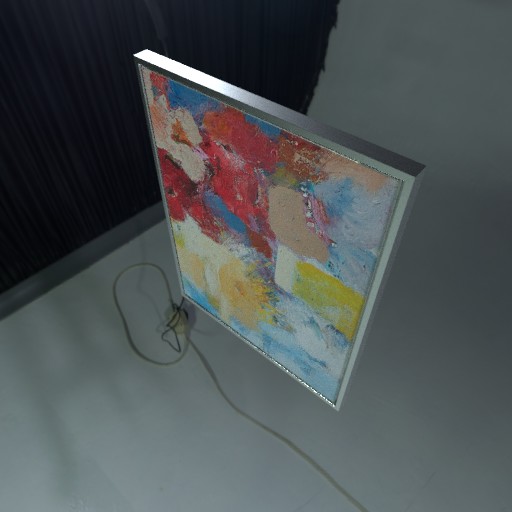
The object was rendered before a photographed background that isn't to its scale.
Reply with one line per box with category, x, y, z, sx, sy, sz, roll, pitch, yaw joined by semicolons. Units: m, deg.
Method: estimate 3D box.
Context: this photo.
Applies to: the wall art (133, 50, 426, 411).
wall art;0.000;0.000;0.762;0.444;0.569;0.025;32;55;26
